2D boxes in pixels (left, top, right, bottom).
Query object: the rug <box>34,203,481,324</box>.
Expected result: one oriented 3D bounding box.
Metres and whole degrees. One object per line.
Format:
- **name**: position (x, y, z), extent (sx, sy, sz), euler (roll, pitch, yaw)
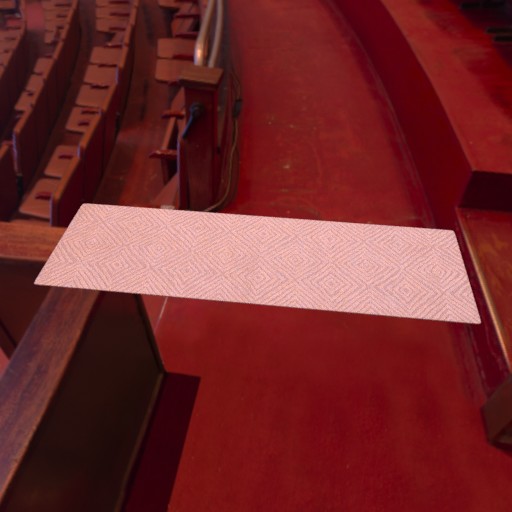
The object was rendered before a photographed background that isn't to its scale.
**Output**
- **rug**: position (0.000, 0.000, 2.476), extent (2.277, 0.008, 0.676), euler (5, 46, 5)
